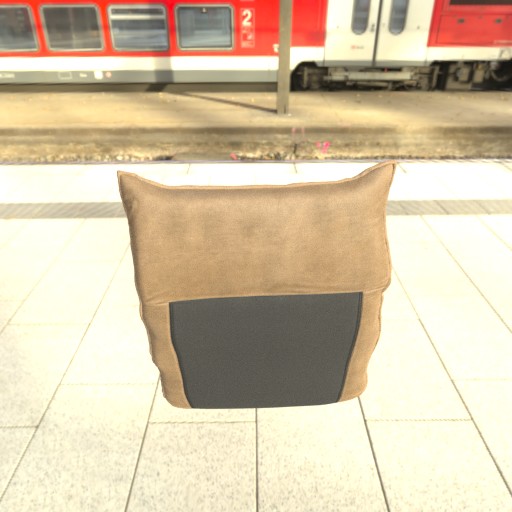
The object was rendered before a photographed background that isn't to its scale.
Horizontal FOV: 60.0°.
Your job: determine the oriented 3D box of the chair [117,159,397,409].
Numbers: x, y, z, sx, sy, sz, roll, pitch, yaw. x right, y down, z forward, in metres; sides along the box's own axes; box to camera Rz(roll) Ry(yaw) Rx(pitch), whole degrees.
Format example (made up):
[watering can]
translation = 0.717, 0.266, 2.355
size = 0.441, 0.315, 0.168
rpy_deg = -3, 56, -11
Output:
[chair]
translation = 0.000, 0.000, 1.609
size = 0.714, 0.892, 0.985
rpy_deg = -1, 30, -2
